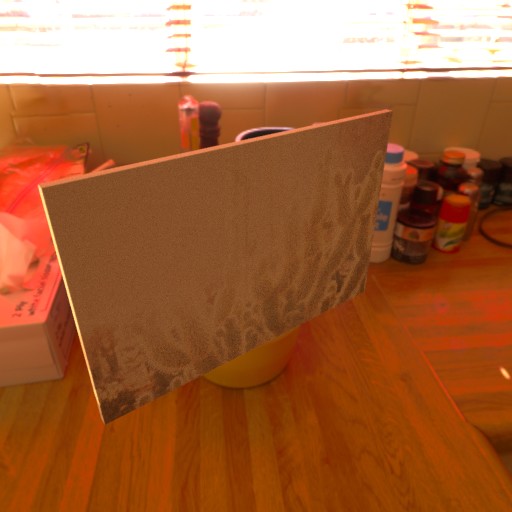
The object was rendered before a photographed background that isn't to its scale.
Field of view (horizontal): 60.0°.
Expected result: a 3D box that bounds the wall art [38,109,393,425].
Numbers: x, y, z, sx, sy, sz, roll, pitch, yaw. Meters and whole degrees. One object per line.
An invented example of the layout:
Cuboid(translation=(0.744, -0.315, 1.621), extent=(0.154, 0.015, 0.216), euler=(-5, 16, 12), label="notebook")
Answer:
Cuboid(translation=(0.000, 0.000, 1.904), extent=(1.525, 1.012, 0.038), euler=(-21, 37, -31), label="wall art")
